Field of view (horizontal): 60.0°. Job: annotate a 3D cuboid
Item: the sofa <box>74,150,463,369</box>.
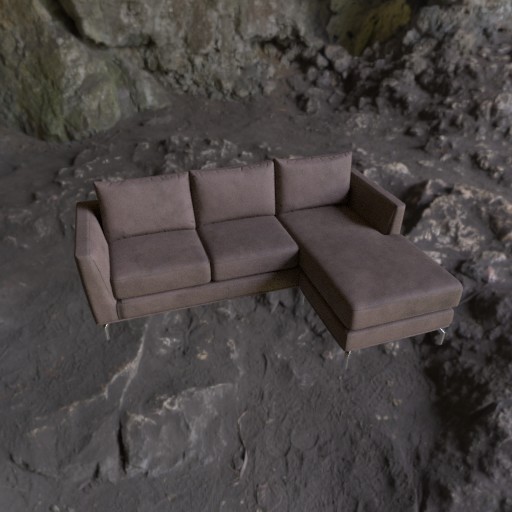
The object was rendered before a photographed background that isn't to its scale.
[{"bbox_3d":[0.000,0.000,3.268,2.438,0.987,1.622,-10,33,-15],"label":"sofa"}]
